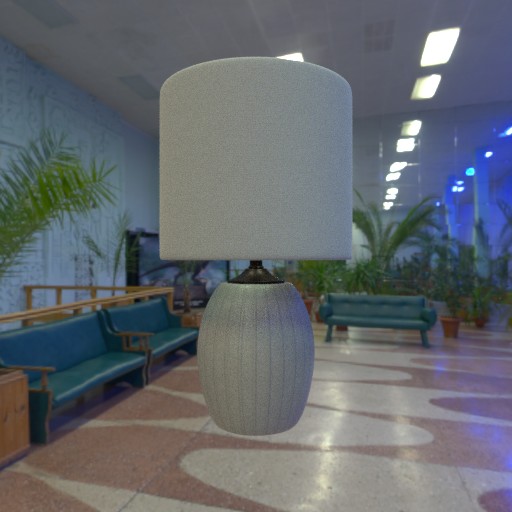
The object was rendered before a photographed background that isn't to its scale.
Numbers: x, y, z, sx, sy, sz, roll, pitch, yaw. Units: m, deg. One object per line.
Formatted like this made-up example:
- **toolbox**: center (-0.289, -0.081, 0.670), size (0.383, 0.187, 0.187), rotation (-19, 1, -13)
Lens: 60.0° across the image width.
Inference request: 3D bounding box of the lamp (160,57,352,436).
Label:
- **lamp**: center (0.000, 0.000, 0.772), size (0.328, 0.570, 0.328), rotation (0, 0, 0)
